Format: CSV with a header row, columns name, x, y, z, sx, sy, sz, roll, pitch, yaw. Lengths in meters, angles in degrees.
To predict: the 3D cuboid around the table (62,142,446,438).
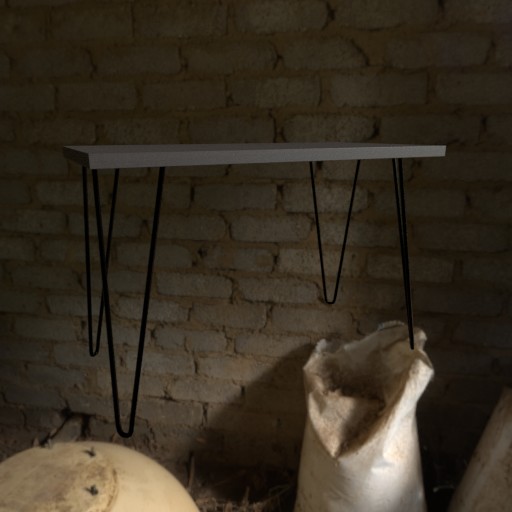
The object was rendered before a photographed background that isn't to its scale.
name,x,y,z,sx,sy,sz,roll,pitch,yaw
table,0.000,0.000,1.370,0.991,0.660,0.499,-8,18,-27
